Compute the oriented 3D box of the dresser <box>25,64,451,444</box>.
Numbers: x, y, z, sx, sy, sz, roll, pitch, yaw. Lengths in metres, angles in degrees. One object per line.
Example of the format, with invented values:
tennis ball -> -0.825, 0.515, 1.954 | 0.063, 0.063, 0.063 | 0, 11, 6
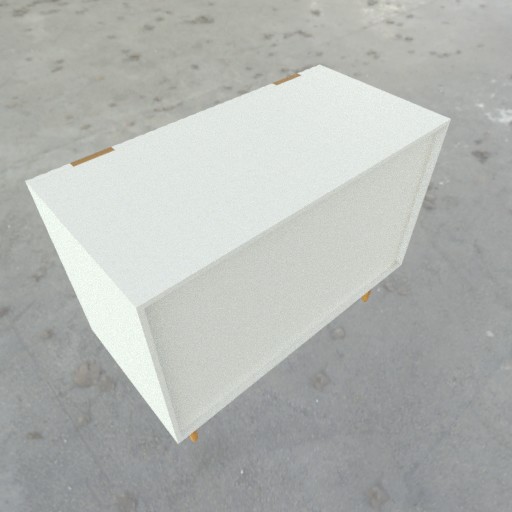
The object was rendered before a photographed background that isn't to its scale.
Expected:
dresser -> 0.000, 0.000, 1.281 | 0.905, 0.721, 0.457 | -32, 53, -28
